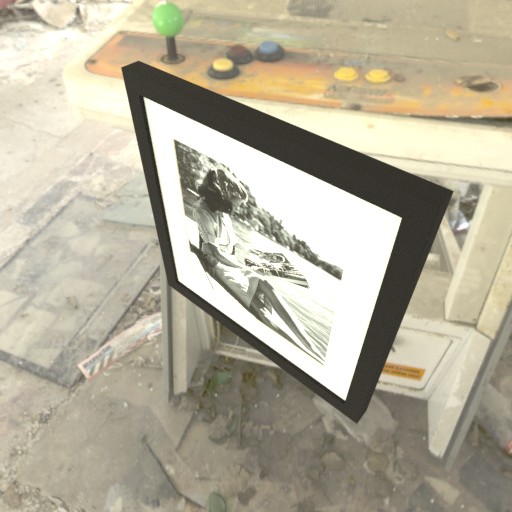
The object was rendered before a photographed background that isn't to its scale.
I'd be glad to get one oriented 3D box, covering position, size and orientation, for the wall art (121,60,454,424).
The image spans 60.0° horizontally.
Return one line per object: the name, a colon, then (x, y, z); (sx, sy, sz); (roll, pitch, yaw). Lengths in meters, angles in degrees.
wall art: (0.000, 0.000, 0.676); (0.462, 0.458, 0.030); (31, 53, 27)
